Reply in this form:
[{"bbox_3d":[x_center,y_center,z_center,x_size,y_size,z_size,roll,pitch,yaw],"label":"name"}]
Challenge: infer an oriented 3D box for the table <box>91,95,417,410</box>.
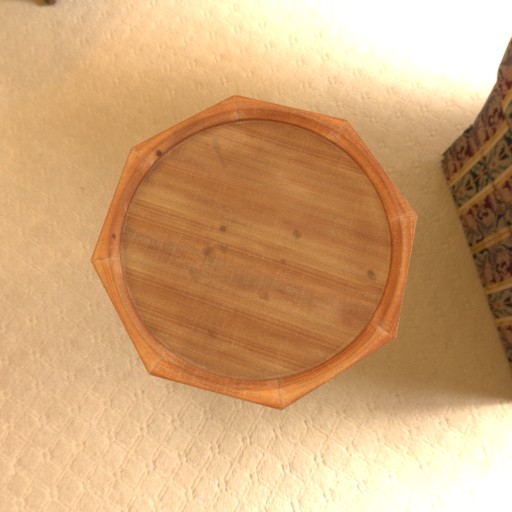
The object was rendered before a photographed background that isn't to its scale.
[{"bbox_3d":[0.000,0.000,1.557,1.002,0.444,1.002,0,75,0],"label":"table"}]
